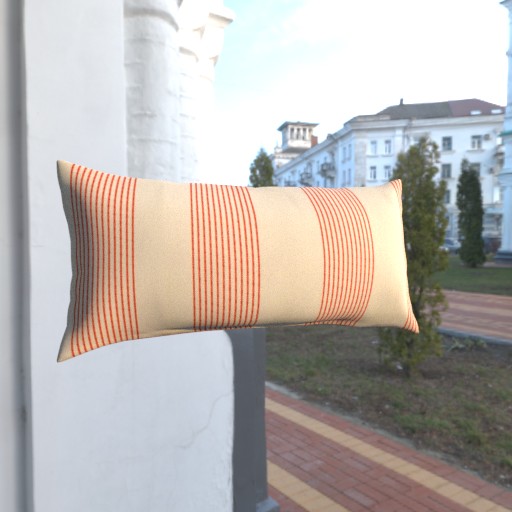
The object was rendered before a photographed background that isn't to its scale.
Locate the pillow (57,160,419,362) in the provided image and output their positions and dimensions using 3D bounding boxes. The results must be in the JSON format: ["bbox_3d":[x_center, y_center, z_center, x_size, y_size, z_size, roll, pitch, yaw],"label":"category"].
[{"bbox_3d":[0.000,0.000,0.733,0.608,0.292,0.156,-1,2,-18],"label":"pillow"}]
